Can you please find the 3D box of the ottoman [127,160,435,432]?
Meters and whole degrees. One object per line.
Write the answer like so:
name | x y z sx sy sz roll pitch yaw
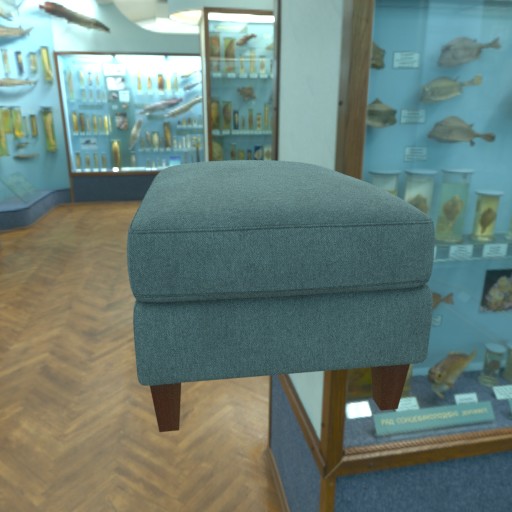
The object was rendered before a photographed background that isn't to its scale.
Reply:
ottoman | 0.000 0.000 1.218 0.584 0.483 0.864 -3 17 -8
